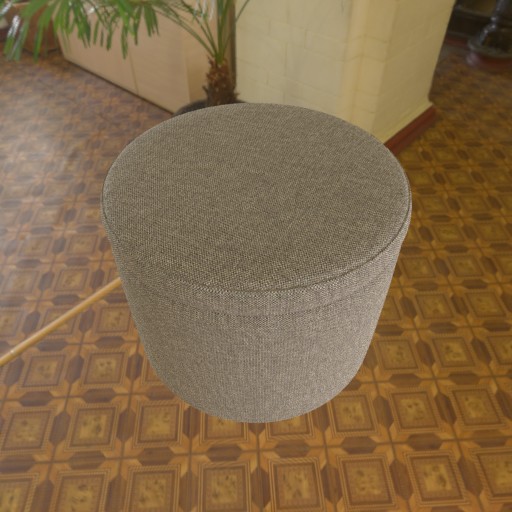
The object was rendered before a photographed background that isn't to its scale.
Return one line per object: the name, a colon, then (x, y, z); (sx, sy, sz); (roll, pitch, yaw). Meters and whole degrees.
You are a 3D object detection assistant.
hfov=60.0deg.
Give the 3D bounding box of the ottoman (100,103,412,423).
ottoman: (0.000, 0.000, 0.885); (0.520, 0.430, 0.520); (0, 46, 0)
